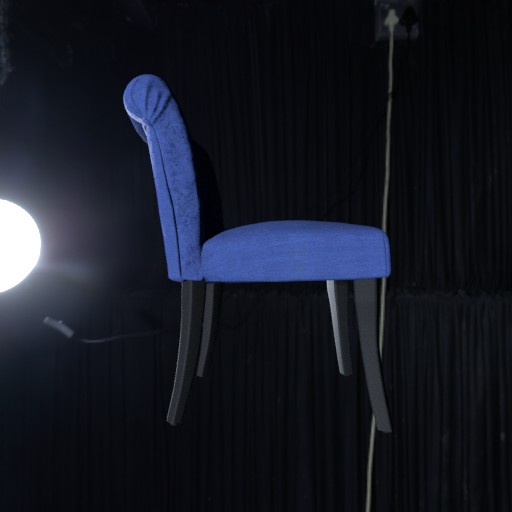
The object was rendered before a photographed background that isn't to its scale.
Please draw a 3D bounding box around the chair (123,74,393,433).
[{"bbox_3d":[0.000,0.000,1.188,0.606,0.753,0.585,0,-1,2],"label":"chair"}]
